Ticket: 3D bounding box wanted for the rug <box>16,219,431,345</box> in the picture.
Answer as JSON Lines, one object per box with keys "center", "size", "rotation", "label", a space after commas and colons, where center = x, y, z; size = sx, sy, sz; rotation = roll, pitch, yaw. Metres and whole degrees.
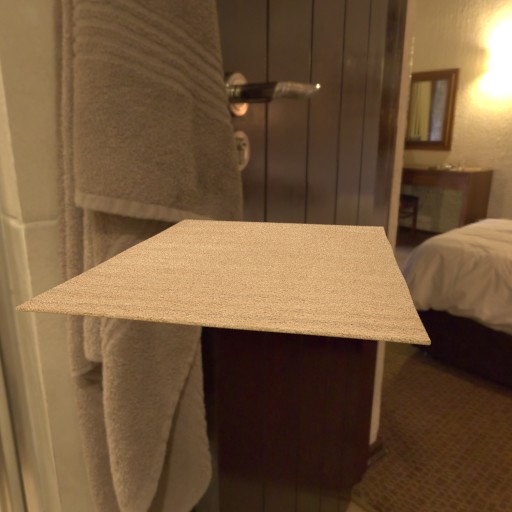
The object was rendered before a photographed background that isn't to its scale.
{"center": [0.000, 0.000, 3.899], "size": [2.400, 0.026, 3.000], "rotation": [3, 15, 11], "label": "rug"}
